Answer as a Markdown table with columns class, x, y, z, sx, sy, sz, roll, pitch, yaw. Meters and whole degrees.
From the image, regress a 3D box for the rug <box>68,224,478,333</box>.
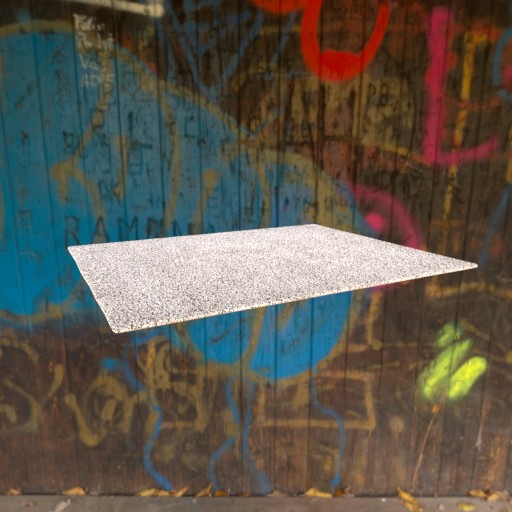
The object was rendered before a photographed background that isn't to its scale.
| class | x | y | z | sx | sy | sz | roll | pitch | yaw |
| --- | --- | --- | --- | --- | --- | --- | --- | --- | --- |
| rug | 0.000 | 0.000 | 4.153 | 3.047 | 0.029 | 2.438 | -7 | 15 | -27 |
